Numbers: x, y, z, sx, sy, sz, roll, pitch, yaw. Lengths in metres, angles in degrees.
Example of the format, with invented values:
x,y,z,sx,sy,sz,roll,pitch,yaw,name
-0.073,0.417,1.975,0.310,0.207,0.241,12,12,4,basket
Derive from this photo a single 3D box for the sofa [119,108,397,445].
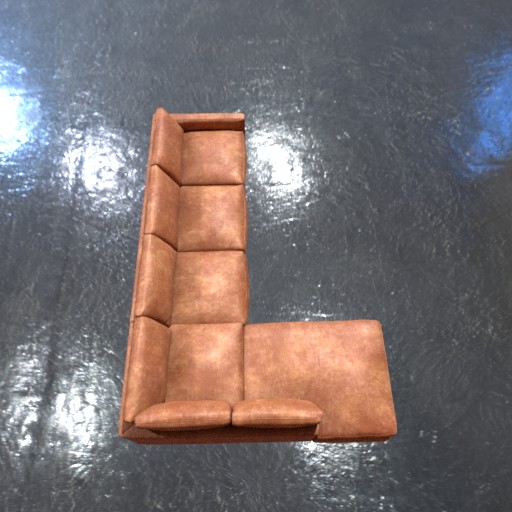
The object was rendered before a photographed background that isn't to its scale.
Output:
x,y,z,sx,sy,sz,roll,pitch,yaw,name
0.000,0.000,3.841,1.938,0.877,2.984,-1,63,-1,sofa
